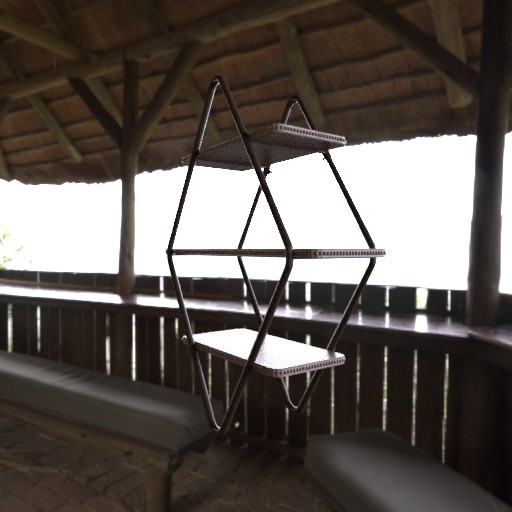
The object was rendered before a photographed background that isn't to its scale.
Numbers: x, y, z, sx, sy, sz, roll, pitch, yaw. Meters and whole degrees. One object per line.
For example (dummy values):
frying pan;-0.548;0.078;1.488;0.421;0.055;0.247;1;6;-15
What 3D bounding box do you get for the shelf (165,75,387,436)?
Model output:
shelf;0.000;0.000;1.029;0.234;0.774;0.609;-1;1;-36
